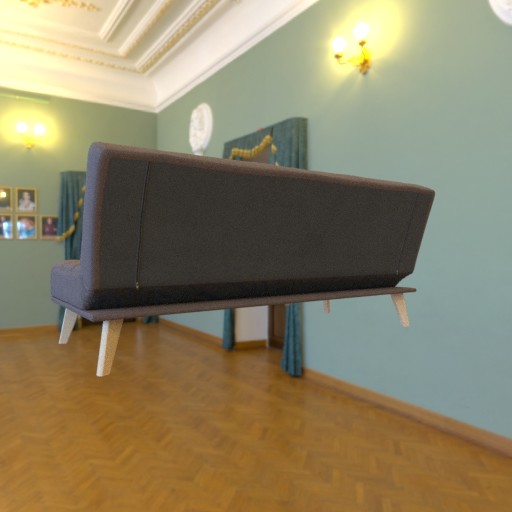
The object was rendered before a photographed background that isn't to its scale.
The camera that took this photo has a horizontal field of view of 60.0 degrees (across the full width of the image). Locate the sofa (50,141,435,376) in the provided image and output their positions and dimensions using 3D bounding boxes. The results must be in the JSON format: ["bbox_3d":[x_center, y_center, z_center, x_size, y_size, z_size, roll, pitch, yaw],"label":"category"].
[{"bbox_3d":[0.000,0.000,2.249,1.800,0.810,0.860,-1,1,-35],"label":"sofa"}]
